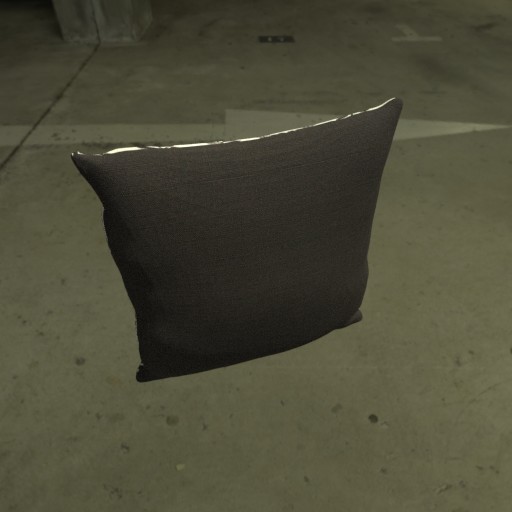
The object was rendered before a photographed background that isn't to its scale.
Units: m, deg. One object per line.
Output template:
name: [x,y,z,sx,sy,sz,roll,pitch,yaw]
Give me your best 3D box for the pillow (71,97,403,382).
pillow: [0.000,0.000,0.684,0.440,0.441,0.182,-13,42,-15]
